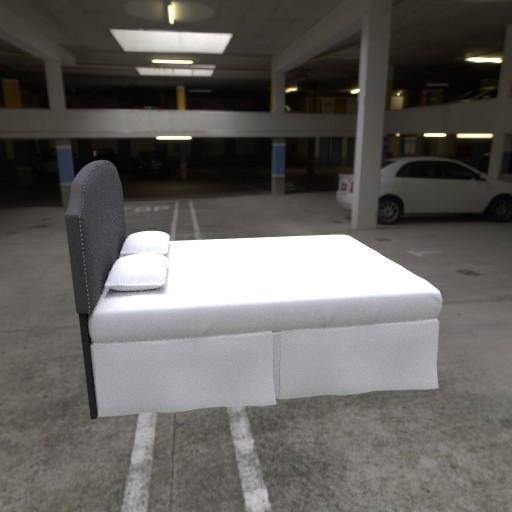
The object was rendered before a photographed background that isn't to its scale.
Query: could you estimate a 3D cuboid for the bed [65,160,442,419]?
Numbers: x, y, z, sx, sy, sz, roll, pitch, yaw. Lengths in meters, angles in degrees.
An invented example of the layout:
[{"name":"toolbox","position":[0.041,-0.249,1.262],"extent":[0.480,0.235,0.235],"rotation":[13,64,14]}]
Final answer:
[{"name":"bed","position":[0.000,0.000,2.979],"extent":[1.999,1.270,1.558],"rotation":[-3,16,-9]}]
